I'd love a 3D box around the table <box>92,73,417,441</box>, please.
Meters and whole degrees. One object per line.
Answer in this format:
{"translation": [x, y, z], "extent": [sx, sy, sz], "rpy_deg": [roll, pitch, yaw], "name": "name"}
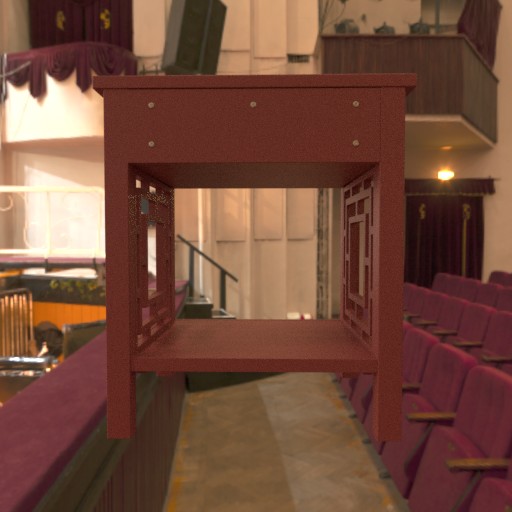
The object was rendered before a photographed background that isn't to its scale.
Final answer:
{"translation": [0.000, 0.000, 1.054], "extent": [0.599, 0.686, 0.451], "rpy_deg": [0, 2, 1], "name": "table"}
